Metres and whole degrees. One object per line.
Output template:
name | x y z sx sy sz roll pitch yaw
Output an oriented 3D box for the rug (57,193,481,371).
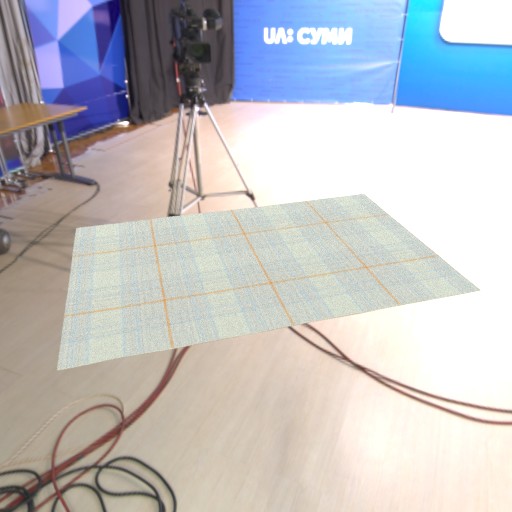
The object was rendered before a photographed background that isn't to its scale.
rug | 0.000 0.000 3.062 2.442 0.016 1.527 -8 33 -13
